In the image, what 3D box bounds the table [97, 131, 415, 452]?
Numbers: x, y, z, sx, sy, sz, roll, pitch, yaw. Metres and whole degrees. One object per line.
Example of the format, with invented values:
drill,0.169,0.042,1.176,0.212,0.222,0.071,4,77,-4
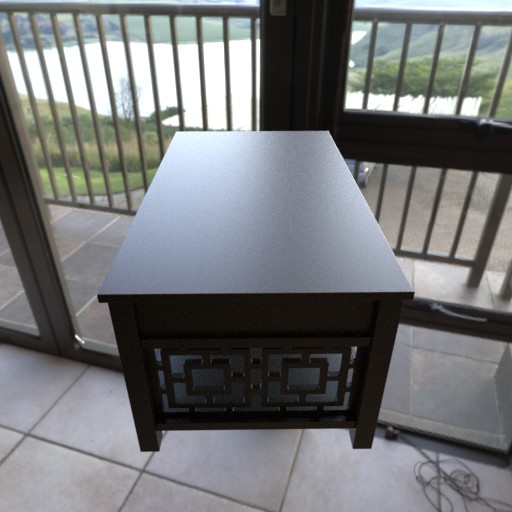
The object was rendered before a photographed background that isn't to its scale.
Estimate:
table,0.000,0.000,1.417,0.612,0.493,1.068,0,32,-1
